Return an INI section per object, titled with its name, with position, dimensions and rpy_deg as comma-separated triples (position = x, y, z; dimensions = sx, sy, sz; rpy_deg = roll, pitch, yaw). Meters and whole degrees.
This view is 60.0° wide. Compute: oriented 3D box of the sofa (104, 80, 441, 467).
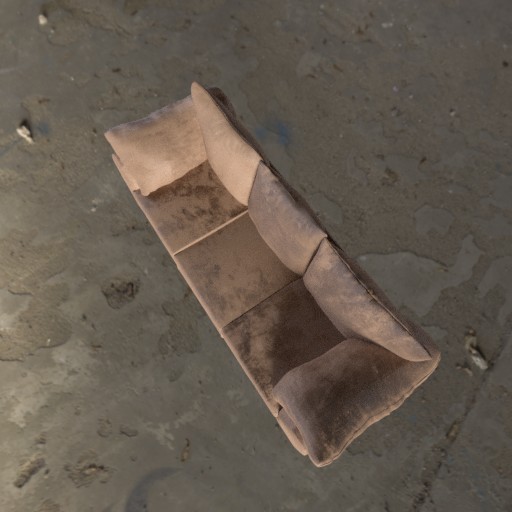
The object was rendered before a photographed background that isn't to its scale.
[sofa]
position = 0.000, 0.000, 2.814
dimensions = 0.893, 0.981, 2.377
rpy_deg = -31, 68, -14
